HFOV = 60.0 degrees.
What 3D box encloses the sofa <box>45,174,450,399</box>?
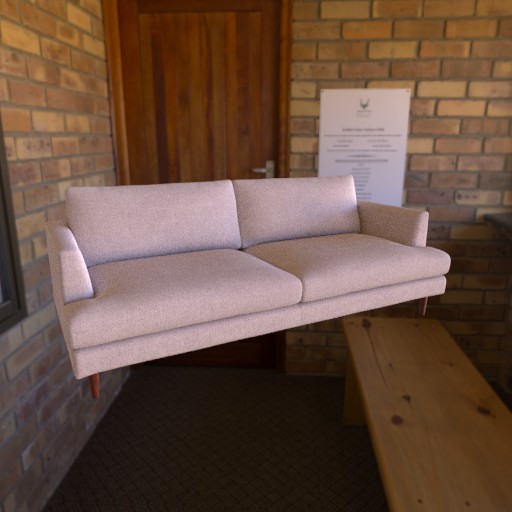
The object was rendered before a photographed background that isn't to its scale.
[{"bbox_3d":[0.000,0.000,2.693,2.250,0.868,1.020,-8,17,-27],"label":"sofa"}]
